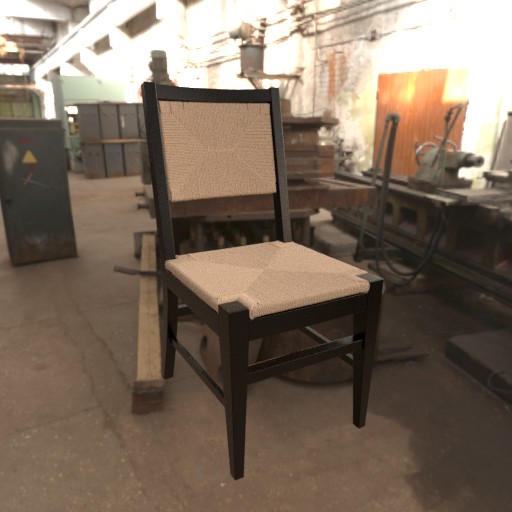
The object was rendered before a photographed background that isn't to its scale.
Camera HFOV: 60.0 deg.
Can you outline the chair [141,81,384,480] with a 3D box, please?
[{"bbox_3d":[0.000,0.000,1.237,0.437,0.927,0.552,-9,19,-28],"label":"chair"}]
